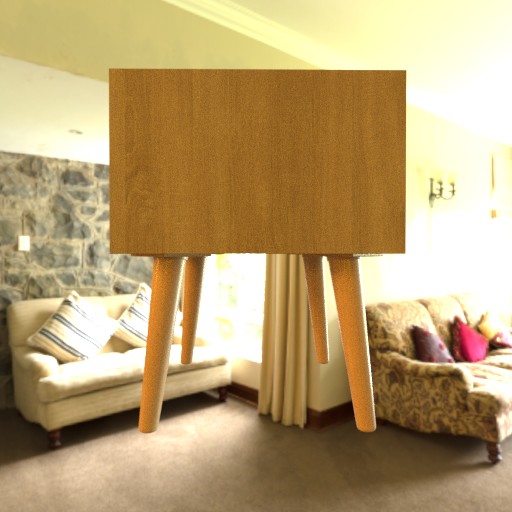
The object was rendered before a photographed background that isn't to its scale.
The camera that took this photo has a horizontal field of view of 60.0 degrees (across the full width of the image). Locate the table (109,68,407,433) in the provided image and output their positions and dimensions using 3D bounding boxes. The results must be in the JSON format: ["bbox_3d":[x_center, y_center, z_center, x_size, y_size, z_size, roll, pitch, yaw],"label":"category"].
[{"bbox_3d":[0.000,0.000,0.778,0.370,0.470,0.450,0,1,-1],"label":"table"}]
